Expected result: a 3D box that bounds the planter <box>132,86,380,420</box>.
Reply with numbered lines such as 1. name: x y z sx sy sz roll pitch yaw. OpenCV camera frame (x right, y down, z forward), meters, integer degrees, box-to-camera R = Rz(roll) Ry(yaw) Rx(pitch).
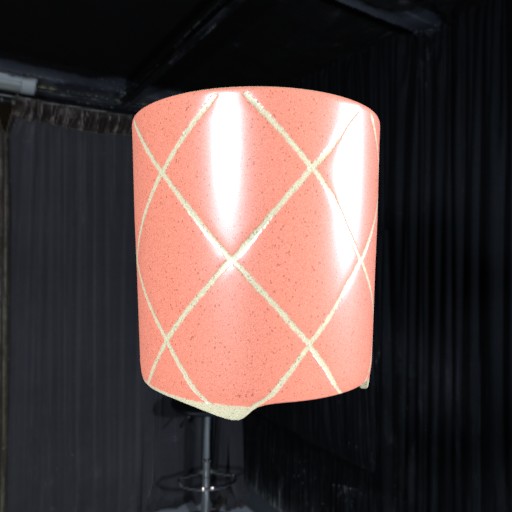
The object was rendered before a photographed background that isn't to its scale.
1. planter: 0.000 0.000 0.354 0.191 0.200 0.191 0 0 0
